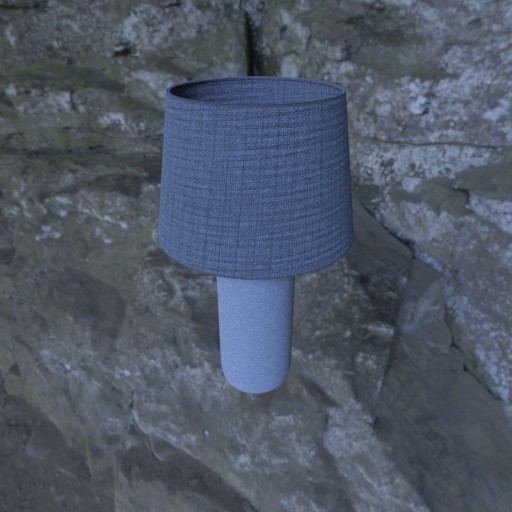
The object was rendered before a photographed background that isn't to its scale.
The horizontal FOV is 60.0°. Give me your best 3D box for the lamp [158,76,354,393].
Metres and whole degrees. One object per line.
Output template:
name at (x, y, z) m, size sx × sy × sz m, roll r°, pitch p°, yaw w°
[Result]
lamp at (0.000, 0.000, 0.599) m, size 0.251 × 0.429 × 0.251 m, roll 0°, pitch 29°, yaw 0°
